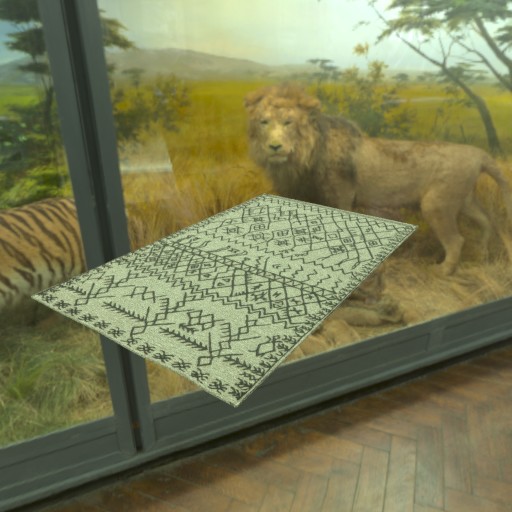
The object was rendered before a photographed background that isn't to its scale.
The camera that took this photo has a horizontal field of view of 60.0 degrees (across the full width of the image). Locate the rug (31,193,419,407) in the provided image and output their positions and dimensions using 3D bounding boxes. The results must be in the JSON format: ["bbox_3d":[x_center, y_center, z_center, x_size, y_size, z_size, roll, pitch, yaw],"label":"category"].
[{"bbox_3d":[0.000,0.000,4.873,2.393,0.019,3.824,17,30,31],"label":"rug"}]
